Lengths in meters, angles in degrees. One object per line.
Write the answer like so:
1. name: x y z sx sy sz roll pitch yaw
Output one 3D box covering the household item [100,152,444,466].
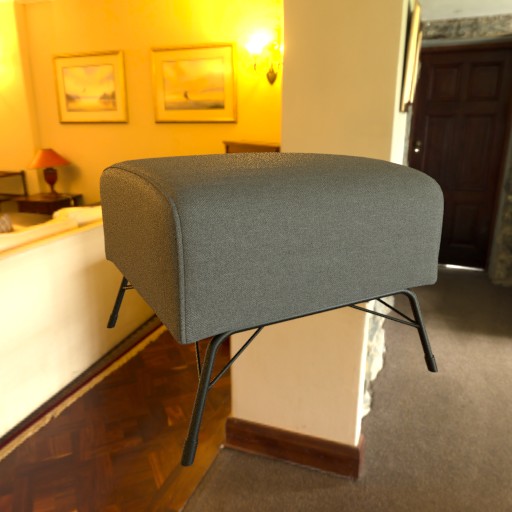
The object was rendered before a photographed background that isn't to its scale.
1. household item: 0.000 0.000 0.909 0.530 0.410 0.530 -9 18 -28
